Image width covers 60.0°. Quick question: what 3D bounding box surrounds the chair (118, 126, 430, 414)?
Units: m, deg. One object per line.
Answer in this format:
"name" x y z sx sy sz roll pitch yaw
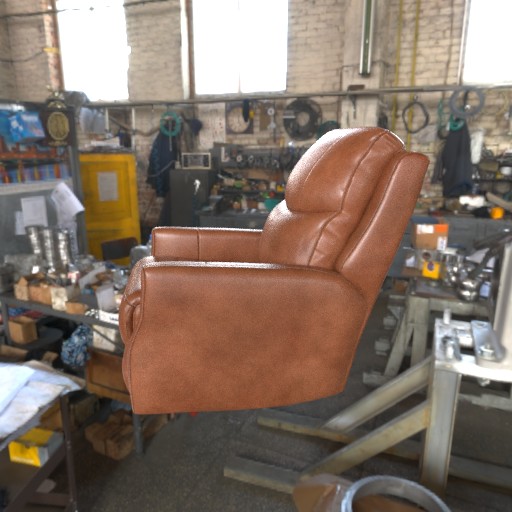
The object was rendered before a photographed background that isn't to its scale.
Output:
"chair" 0.000 0.000 1.821 1.072 1.016 0.821 -2 14 -10
